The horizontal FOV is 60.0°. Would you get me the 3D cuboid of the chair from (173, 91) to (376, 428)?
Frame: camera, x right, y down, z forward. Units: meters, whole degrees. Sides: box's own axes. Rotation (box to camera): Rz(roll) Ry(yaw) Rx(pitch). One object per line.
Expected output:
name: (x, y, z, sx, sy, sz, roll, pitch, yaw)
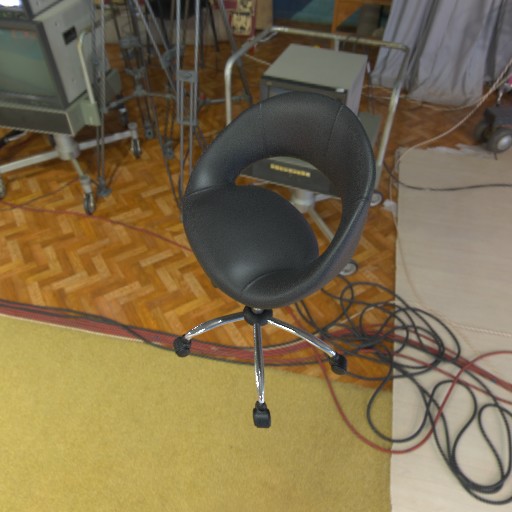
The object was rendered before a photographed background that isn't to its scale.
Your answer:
chair: (0.000, 0.000, 1.225, 0.538, 0.791, 0.612, -19, 49, -18)
